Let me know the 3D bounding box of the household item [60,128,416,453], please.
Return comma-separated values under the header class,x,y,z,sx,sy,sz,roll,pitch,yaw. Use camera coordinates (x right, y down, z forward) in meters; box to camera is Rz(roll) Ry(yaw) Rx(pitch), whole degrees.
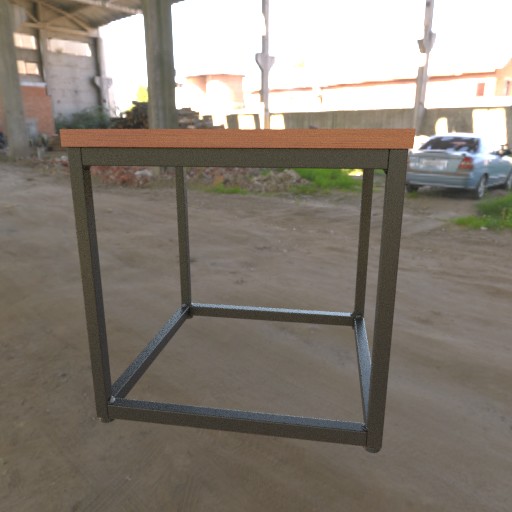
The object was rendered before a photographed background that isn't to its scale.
class,x,y,z,sx,sy,sz,roll,pitch,yaw
household item,0.000,0.000,0.731,0.400,0.400,0.400,3,16,9
